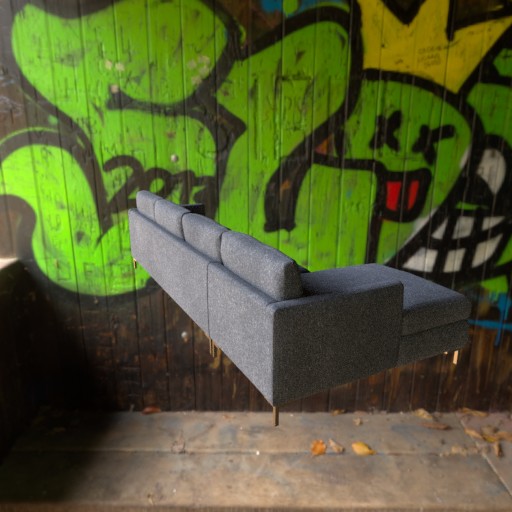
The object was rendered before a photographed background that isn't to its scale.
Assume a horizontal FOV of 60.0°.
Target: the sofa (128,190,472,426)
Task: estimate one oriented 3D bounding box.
[{"bbox_3d":[0.000,0.000,3.507,1.350,0.810,2.932,-8,18,-27],"label":"sofa"}]
